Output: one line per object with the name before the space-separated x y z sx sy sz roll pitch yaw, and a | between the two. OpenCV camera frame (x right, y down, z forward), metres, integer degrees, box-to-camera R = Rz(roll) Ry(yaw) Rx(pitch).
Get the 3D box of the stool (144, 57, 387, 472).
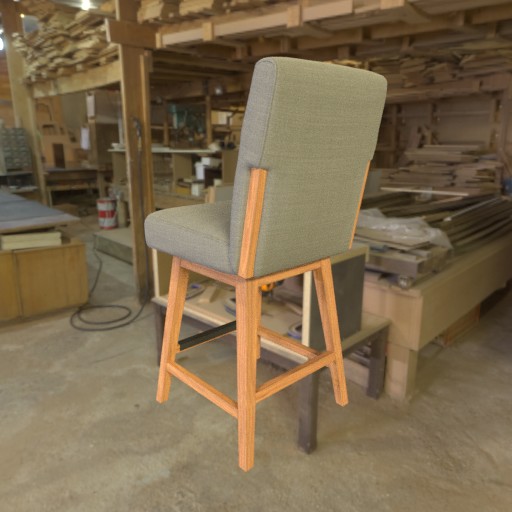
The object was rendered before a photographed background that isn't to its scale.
stool | 0.000 0.000 1.331 0.459 1.019 0.570 -14 21 -41
